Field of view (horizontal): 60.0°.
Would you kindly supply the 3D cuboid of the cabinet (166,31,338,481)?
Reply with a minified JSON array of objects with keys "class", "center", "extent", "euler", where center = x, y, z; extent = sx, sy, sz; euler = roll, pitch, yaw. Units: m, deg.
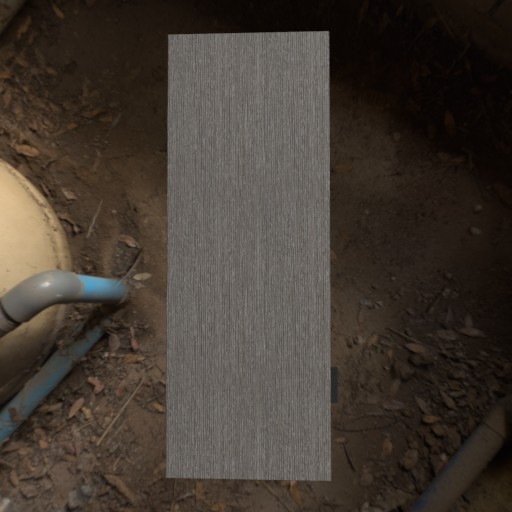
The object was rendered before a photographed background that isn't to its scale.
[{"class":"cabinet","center":[0.000,0.000,1.589],"extent":[0.500,0.599,1.300],"euler":[0,88,2]}]
